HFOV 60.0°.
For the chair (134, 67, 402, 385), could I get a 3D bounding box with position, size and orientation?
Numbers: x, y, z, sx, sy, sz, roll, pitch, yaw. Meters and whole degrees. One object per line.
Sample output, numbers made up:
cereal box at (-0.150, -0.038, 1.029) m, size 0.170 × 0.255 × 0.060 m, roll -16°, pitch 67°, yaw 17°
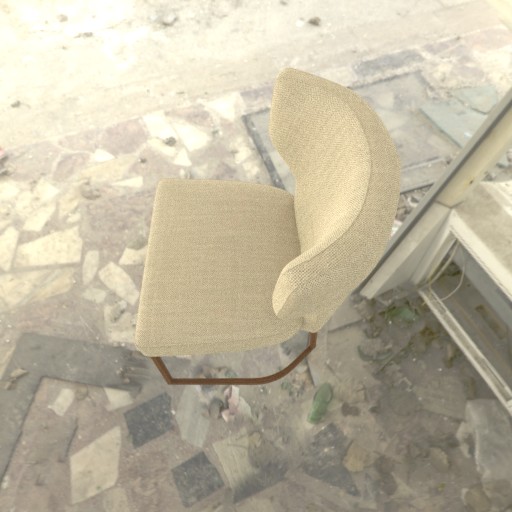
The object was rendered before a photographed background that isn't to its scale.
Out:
chair at (0.000, 0.000, 1.259) m, size 0.617 × 0.824 × 0.611 m, roll 0°, pitch 60°, yaw 0°
